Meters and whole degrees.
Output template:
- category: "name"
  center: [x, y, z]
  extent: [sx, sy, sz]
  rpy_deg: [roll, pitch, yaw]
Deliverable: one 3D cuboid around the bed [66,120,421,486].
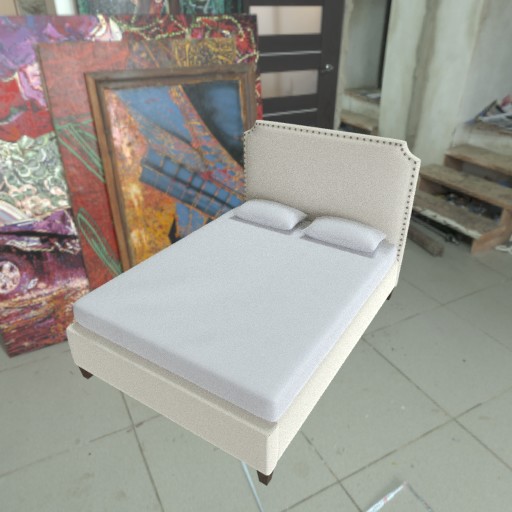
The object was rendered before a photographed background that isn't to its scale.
- category: "bed"
  center: [0.000, 0.000, 3.443]
  extent: [1.712, 1.497, 2.372]
  rpy_deg: [17, 34, 28]
